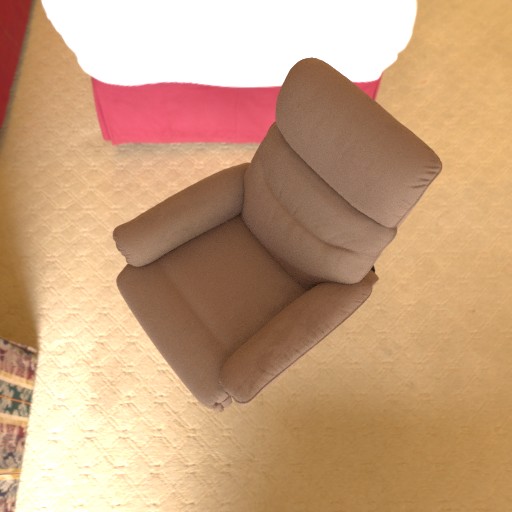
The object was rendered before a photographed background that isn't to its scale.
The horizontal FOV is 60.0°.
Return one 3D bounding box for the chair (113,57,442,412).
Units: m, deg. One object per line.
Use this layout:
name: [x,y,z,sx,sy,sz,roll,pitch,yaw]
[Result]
chair: [0.000,0.000,1.710,1.004,1.037,0.820,-36,70,-15]
